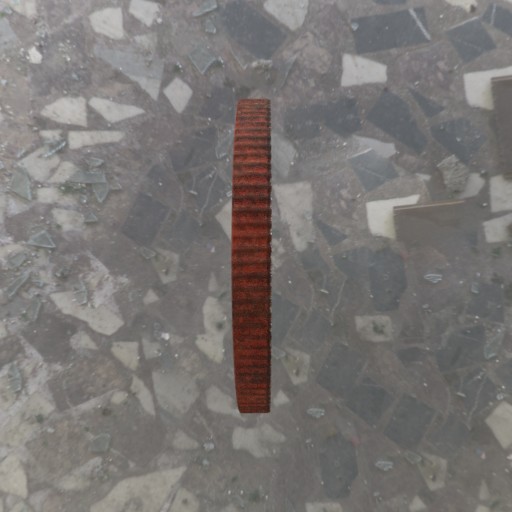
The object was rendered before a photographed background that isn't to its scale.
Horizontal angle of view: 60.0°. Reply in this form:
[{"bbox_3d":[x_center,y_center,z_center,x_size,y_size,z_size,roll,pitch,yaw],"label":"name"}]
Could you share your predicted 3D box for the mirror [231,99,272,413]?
[{"bbox_3d":[0.000,0.000,0.911,0.056,0.609,0.609,0,90,1],"label":"mirror"}]
